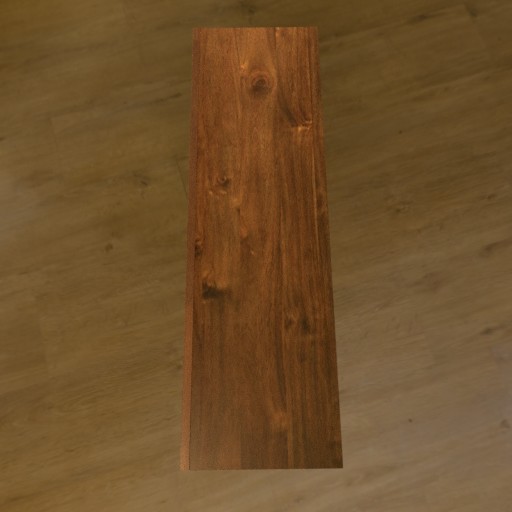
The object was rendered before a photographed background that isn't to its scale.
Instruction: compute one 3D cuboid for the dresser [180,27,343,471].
[{"bbox_3d":[0.000,0.000,1.769,0.446,0.873,1.400,-1,75,0],"label":"dresser"}]
